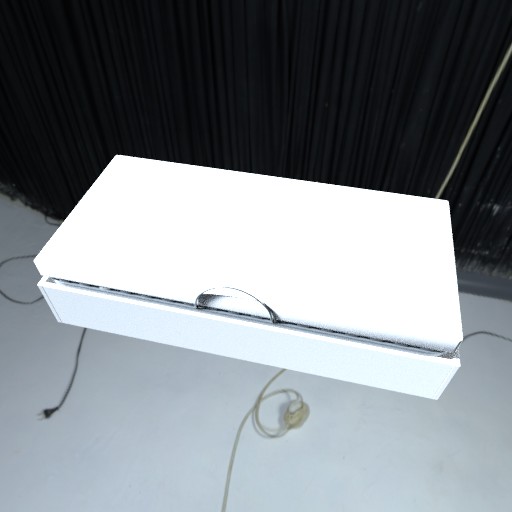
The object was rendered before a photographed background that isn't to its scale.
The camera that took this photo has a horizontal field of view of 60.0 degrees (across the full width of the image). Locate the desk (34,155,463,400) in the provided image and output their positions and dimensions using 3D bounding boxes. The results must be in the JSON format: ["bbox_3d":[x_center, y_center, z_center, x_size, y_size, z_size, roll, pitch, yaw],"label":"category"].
[{"bbox_3d":[0.000,0.000,2.264,1.900,0.526,0.900,10,47,9],"label":"desk"}]
